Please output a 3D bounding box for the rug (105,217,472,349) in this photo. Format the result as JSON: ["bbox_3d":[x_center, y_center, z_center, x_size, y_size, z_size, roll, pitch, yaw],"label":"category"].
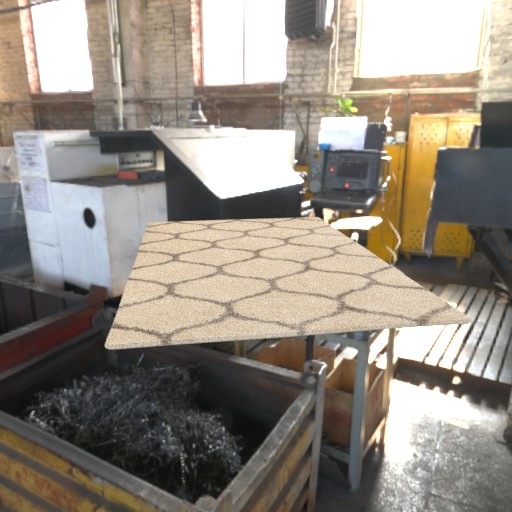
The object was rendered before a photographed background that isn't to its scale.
[{"bbox_3d":[0.000,0.000,3.382,1.801,0.026,2.701,-3,16,-9],"label":"rug"}]
